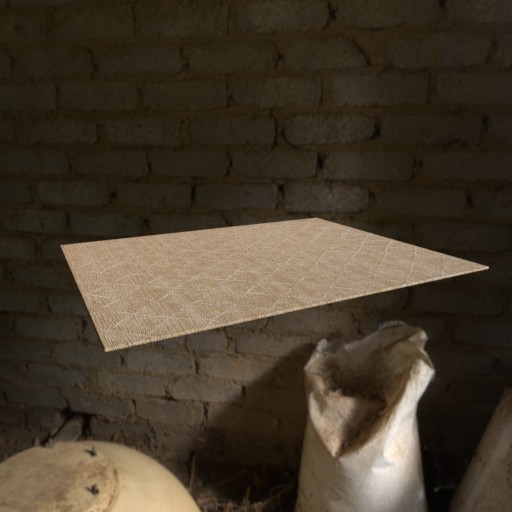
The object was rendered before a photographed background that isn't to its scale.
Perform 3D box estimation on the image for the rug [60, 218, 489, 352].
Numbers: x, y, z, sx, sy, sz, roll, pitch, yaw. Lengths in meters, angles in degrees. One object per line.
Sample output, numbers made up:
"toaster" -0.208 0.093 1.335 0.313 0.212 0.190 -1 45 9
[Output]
"rug" 0.000 0.000 3.972 3.039 0.019 2.420 -8 18 -27
